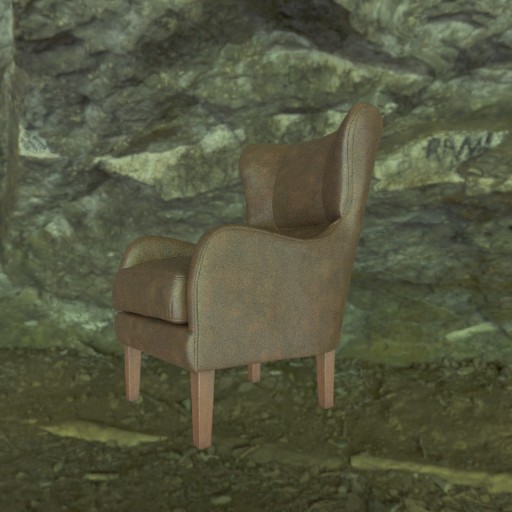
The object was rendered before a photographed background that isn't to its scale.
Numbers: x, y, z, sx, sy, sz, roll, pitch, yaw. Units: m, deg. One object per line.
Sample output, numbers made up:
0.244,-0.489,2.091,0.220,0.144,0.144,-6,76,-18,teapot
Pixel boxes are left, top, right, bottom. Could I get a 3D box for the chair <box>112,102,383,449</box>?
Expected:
0.000,0.000,1.624,0.914,1.048,0.692,1,-2,-36,chair
